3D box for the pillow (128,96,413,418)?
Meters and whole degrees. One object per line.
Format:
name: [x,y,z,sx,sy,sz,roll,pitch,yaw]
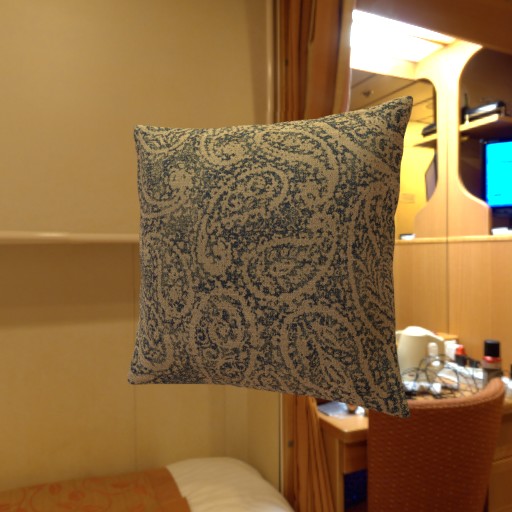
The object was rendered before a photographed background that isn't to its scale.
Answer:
pillow: [0.000,0.000,0.785,0.523,0.510,0.166,0,0,19]
